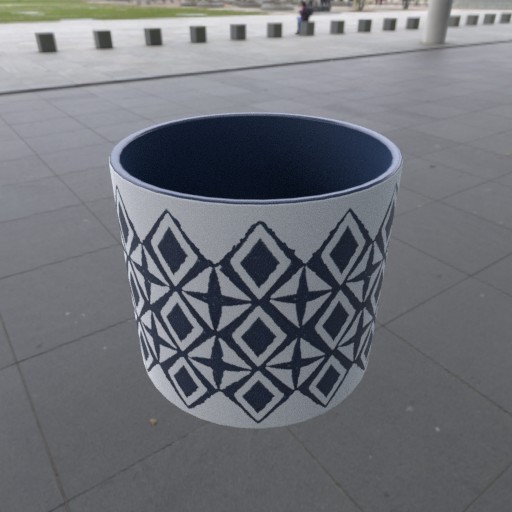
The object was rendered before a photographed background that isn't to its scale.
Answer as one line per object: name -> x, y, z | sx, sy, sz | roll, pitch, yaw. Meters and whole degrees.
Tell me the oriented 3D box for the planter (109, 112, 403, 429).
planter -> 0.000, 0.000, 0.400 | 0.224, 0.203, 0.224 | 0, 31, 0
